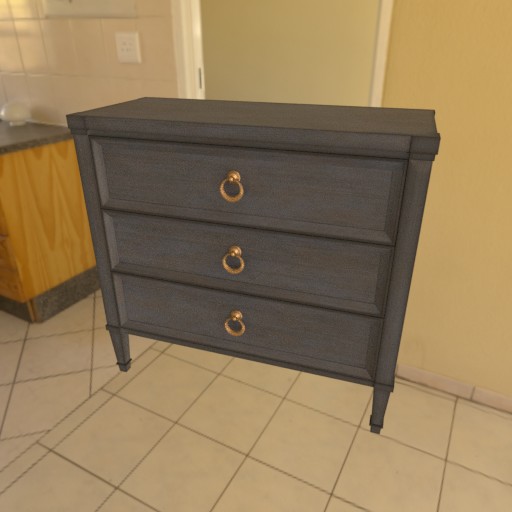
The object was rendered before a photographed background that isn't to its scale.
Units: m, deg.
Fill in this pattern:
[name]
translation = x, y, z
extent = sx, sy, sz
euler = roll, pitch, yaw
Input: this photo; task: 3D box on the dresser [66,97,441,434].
[dresser]
translation = 0.000, 0.000, 1.583
extent = 1.049, 0.986, 0.463
euler = 8, 28, 16
